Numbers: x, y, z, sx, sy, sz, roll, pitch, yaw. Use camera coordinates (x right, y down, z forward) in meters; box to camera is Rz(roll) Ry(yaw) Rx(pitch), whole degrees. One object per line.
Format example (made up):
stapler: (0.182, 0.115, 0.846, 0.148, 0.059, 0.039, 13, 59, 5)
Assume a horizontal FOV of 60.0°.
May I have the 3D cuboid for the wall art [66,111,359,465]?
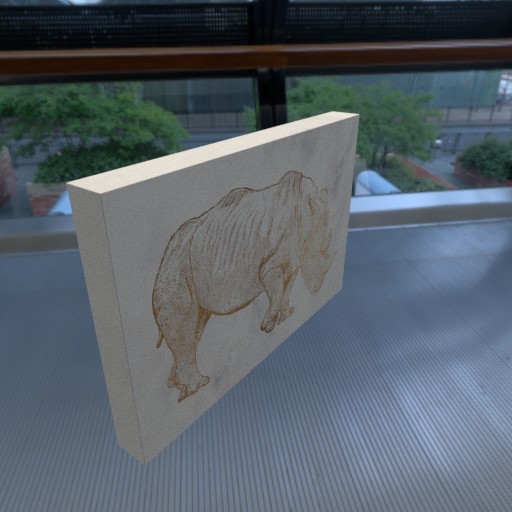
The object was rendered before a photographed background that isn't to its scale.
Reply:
wall art: (0.000, 0.000, 0.484, 0.038, 0.254, 0.381, 19, 32, 32)
